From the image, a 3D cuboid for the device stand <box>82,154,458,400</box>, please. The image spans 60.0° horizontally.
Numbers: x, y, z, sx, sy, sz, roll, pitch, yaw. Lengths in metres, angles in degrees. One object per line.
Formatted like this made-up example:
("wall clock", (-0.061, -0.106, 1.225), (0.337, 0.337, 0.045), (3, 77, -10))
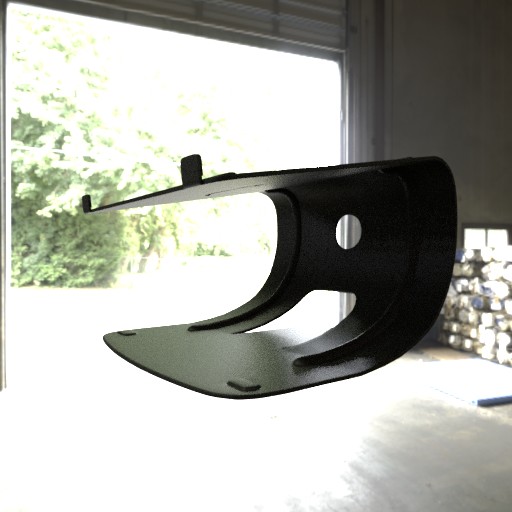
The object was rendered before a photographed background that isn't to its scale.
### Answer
("device stand", (0.000, 0.000, 0.388), (0.236, 0.155, 0.256), (-1, 1, -35))
